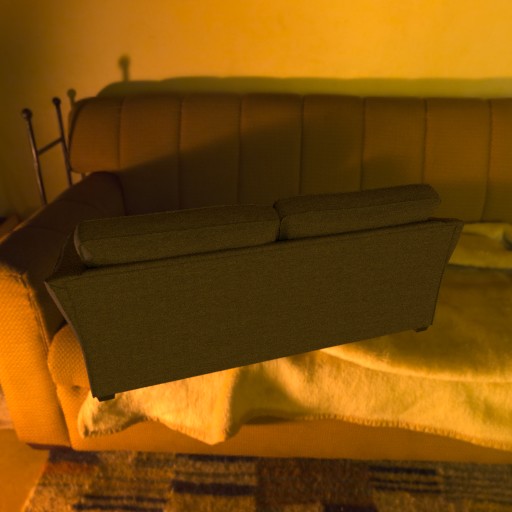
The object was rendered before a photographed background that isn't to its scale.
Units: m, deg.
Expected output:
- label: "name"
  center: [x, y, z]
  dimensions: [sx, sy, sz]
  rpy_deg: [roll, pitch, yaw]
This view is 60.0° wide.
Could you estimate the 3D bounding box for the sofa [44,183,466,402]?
- label: "sofa"
  center: [0.000, 0.000, 2.757]
  dimensions: [2.270, 0.950, 0.971]
  rpy_deg: [-8, 28, -16]
